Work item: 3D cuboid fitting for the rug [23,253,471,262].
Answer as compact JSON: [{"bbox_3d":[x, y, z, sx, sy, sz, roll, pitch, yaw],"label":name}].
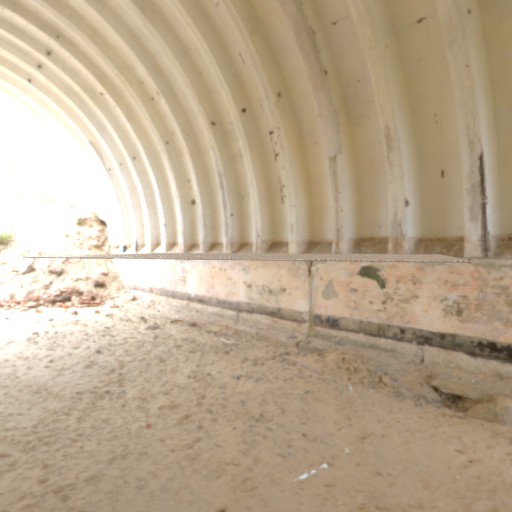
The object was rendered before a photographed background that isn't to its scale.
[{"bbox_3d":[0.000,0.000,2.983,2.428,0.007,1.519,0,1,18],"label":"rug"}]
